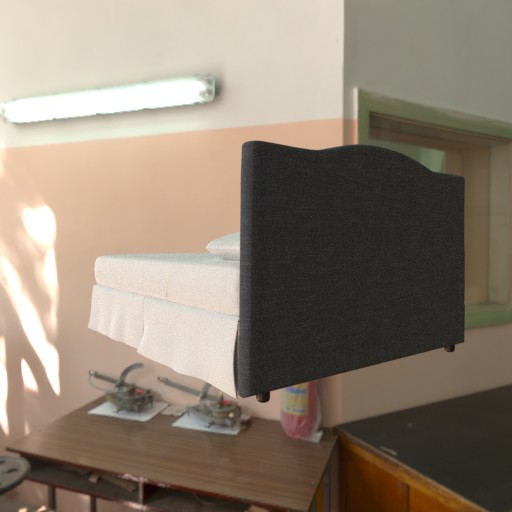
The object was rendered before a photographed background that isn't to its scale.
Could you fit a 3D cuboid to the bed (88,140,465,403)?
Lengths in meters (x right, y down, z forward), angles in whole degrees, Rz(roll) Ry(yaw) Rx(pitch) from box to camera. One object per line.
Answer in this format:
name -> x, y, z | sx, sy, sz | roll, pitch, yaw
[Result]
bed -> 0.000, 0.000, 3.903 | 2.161, 1.457, 2.689 | -1, 2, -37
